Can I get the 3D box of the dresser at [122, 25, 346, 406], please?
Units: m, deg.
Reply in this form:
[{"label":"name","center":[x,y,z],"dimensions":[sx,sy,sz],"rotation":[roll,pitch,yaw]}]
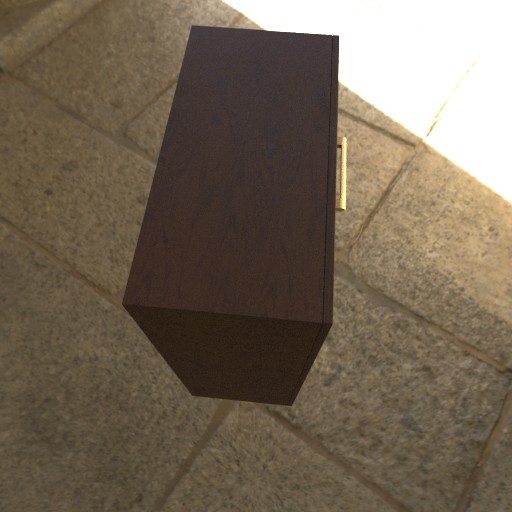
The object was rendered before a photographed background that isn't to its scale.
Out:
[{"label":"dresser","center":[0.000,0.000,1.797],"dimensions":[0.516,1.320,0.964],"rotation":[5,63,3]}]
